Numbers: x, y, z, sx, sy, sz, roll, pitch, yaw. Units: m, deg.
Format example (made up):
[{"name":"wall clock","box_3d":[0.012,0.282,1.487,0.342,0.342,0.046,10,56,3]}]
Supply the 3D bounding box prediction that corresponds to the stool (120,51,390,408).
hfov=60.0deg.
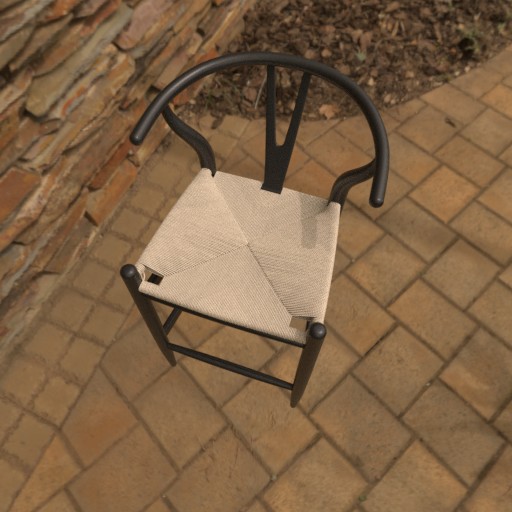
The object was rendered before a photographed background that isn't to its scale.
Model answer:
[{"name":"stool","box_3d":[0.000,0.000,1.328,0.569,0.970,0.579,16,61,9]}]
